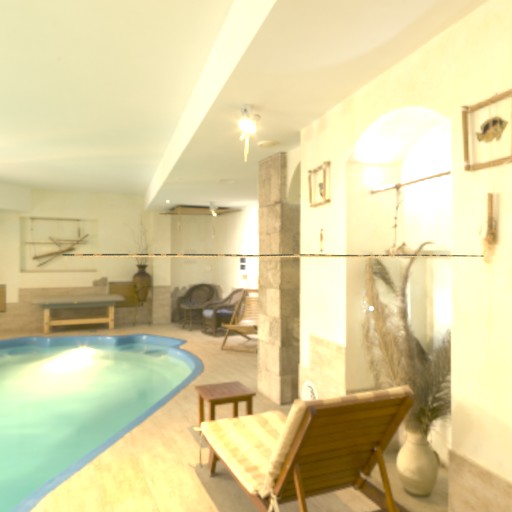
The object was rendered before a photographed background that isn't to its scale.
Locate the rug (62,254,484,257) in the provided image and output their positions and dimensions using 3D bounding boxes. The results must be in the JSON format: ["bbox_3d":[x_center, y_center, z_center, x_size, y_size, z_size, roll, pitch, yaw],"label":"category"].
[{"bbox_3d":[0.000,0.000,2.780,2.135,0.013,1.524,0,0,-19],"label":"rug"}]
